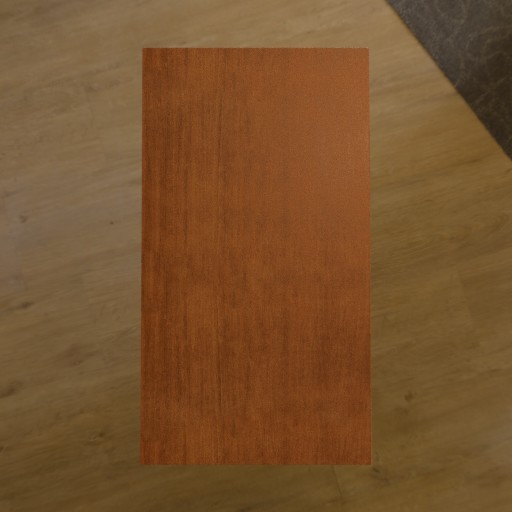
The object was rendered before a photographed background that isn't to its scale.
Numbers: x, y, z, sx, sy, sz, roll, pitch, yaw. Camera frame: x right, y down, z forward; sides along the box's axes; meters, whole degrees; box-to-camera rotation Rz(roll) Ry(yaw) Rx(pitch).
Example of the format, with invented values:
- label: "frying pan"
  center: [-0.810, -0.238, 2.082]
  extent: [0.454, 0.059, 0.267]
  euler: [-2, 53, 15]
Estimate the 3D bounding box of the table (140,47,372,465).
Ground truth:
- label: "table"
  center: [0.000, 0.000, 1.269]
  extent: [0.549, 0.419, 1.000]
  euler: [0, 89, 0]
